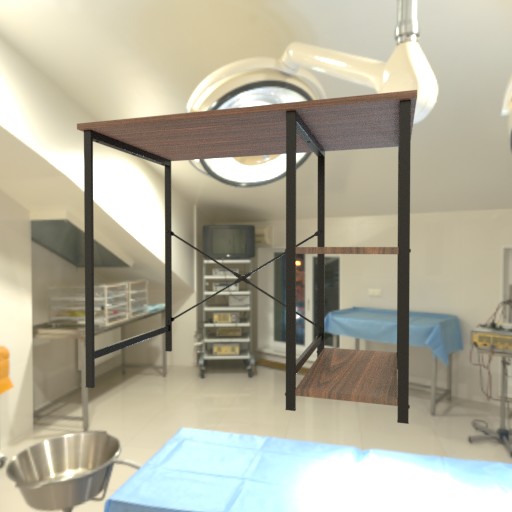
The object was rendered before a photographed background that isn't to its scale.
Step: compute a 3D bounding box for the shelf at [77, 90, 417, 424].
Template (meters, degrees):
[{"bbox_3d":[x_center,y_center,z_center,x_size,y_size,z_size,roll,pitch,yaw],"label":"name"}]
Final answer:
[{"bbox_3d":[0.000,0.000,1.358,0.902,0.750,0.498,0,1,17],"label":"shelf"}]
